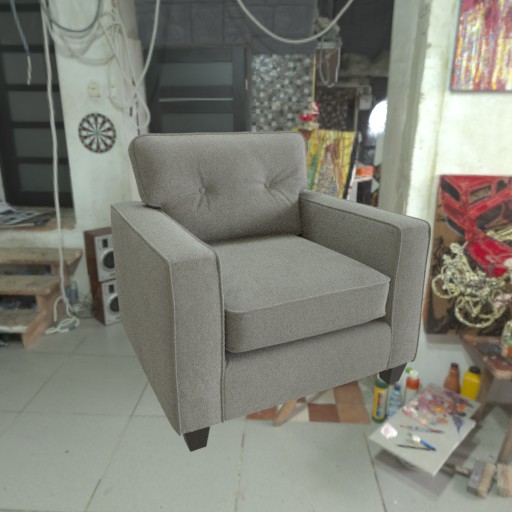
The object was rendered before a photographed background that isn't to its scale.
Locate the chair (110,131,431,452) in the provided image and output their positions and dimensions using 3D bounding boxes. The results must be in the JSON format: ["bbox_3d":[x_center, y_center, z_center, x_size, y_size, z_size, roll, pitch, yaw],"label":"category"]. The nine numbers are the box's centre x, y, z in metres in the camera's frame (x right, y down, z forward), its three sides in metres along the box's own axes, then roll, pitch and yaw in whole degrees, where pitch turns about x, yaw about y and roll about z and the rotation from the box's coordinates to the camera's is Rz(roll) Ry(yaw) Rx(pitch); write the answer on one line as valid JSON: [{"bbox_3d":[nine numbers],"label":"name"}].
[{"bbox_3d":[0.000,0.000,1.824,1.015,0.965,0.939,-9,20,-25],"label":"chair"}]
